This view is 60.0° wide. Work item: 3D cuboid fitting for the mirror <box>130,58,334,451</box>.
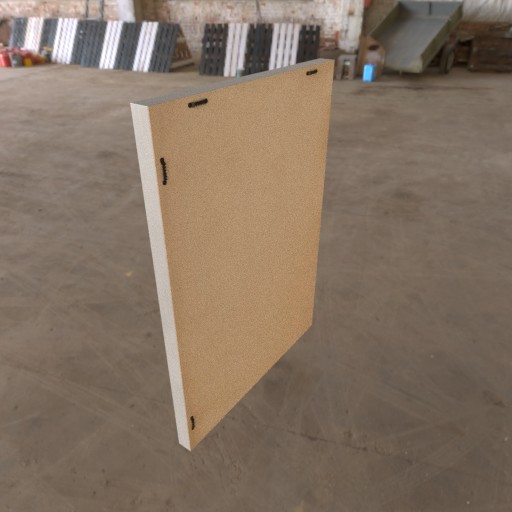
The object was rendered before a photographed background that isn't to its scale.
[{"bbox_3d":[0.000,0.000,0.934,0.039,0.710,0.507,21,37,30],"label":"mirror"}]
